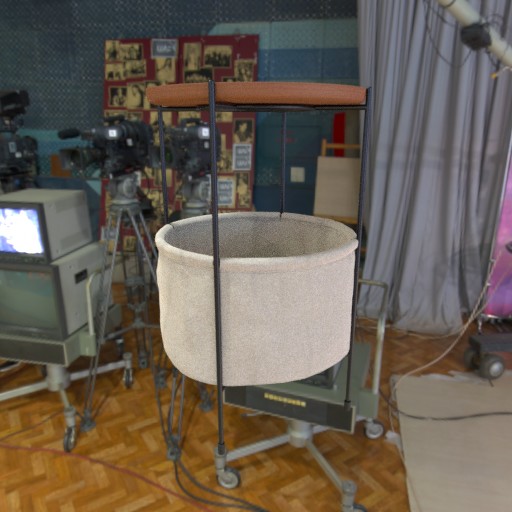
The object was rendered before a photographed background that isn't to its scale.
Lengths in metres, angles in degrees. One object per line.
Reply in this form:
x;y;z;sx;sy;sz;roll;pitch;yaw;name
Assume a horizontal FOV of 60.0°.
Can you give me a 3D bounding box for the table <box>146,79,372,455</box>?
0.000;0.000;0.884;0.393;0.623;0.393;-8;19;-25;table
